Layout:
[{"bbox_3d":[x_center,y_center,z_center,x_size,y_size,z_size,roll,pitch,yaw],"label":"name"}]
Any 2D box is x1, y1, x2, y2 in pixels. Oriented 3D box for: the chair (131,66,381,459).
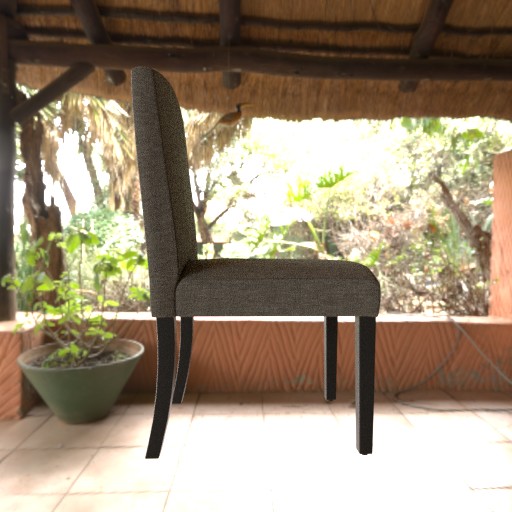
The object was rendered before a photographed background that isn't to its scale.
[{"bbox_3d":[0.000,0.000,1.213,0.580,0.917,0.451,0,0,-2],"label":"chair"}]
